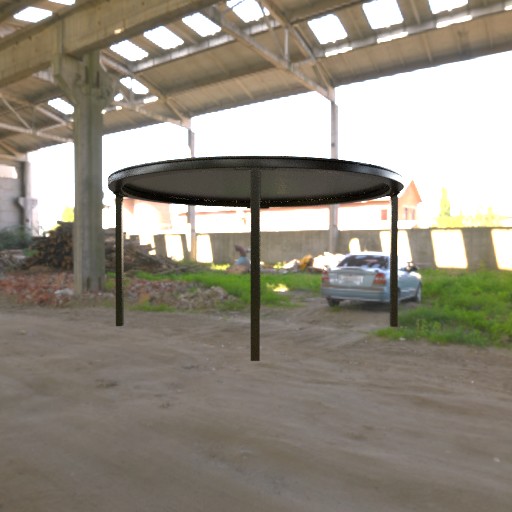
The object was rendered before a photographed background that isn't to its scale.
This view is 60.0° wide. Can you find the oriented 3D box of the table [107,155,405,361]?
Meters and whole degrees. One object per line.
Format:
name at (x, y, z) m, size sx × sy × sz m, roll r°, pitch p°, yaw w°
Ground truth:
table at (0.000, 0.000, 1.258) m, size 0.800 × 0.400 × 0.800 m, roll 0°, pitch 1°, yaw 0°
